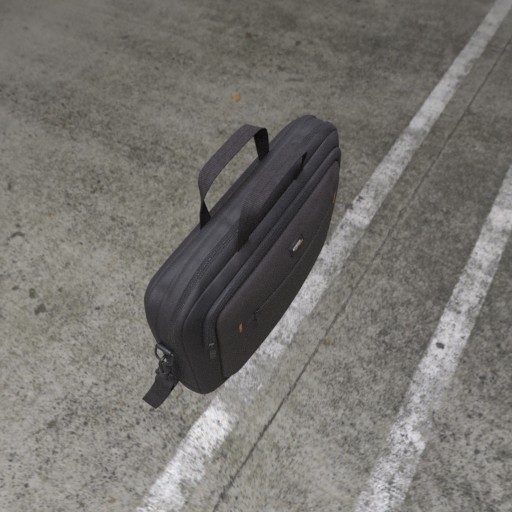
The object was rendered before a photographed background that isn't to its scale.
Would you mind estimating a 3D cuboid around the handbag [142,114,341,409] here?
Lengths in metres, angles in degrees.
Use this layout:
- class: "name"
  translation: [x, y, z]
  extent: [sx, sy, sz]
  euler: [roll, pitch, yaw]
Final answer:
- class: "handbag"
  translation: [0.000, 0.000, 0.437]
  extent: [0.089, 0.244, 0.320]
  euler: [29, 62, 17]
